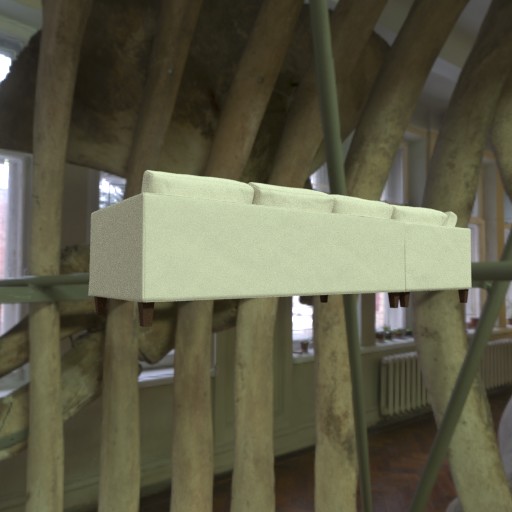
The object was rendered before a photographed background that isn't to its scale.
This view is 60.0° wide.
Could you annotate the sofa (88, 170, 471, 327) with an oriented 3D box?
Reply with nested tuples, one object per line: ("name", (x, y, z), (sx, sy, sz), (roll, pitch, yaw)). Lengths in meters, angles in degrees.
("sofa", (0.000, 0.000, 4.125), (3.182, 0.863, 2.432), (2, -3, -36))
